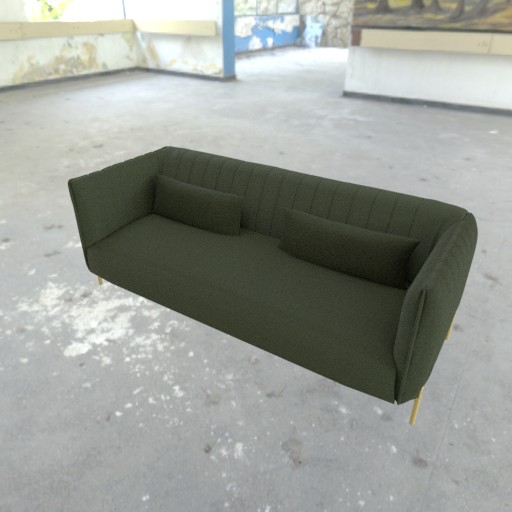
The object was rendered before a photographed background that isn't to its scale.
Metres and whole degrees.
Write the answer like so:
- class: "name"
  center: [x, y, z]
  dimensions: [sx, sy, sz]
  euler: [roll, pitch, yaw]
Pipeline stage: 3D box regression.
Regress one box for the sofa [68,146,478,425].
- class: "sofa"
  center: [0.000, 0.000, 2.537]
  dimensions: [2.137, 0.793, 0.896]
  euler: [18, 35, 28]
